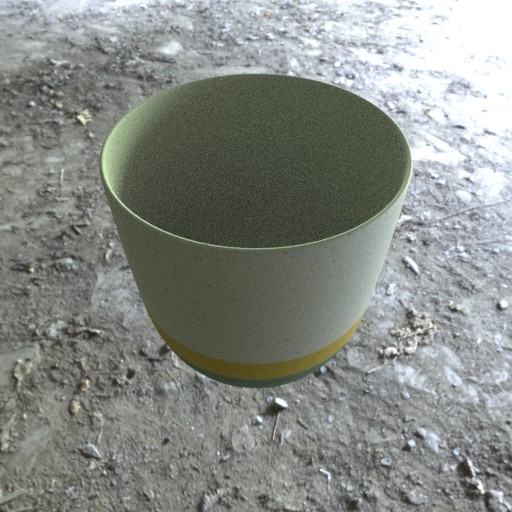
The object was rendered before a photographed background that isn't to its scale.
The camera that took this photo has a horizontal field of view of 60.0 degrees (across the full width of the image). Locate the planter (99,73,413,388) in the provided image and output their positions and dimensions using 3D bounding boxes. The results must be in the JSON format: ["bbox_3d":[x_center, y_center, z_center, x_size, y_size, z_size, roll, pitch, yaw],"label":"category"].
[{"bbox_3d":[0.000,0.000,0.360,0.195,0.214,0.195,0,47,0],"label":"planter"}]
